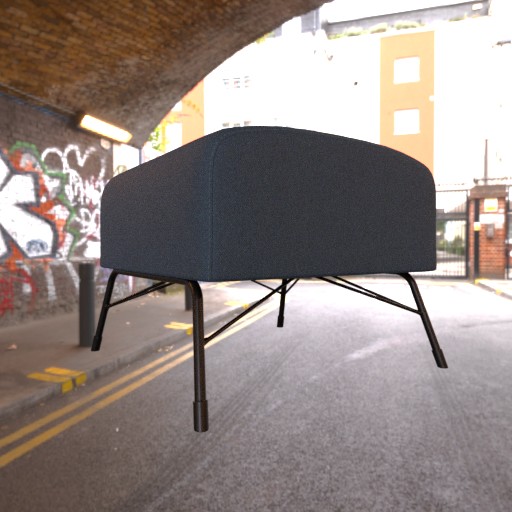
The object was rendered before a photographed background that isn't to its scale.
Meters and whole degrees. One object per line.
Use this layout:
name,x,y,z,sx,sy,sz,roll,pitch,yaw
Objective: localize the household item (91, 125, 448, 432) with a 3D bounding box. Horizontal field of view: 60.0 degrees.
household item,0.000,0.000,0.906,0.530,0.420,0.530,-1,1,-34
